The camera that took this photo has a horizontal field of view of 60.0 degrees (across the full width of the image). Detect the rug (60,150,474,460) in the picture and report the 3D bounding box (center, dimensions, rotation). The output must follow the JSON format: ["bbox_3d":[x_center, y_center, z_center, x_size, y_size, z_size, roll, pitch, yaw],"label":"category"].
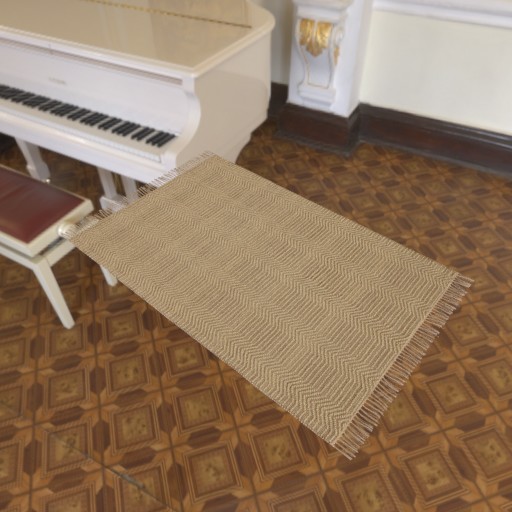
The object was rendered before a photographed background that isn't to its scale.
[{"bbox_3d":[0.000,0.000,3.095,2.523,0.034,1.528,31,52,28],"label":"rug"}]
